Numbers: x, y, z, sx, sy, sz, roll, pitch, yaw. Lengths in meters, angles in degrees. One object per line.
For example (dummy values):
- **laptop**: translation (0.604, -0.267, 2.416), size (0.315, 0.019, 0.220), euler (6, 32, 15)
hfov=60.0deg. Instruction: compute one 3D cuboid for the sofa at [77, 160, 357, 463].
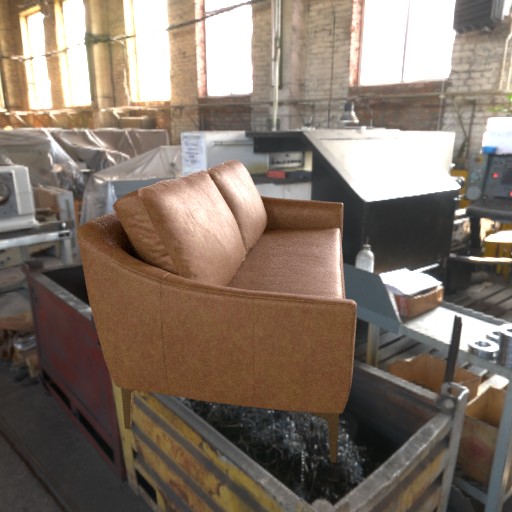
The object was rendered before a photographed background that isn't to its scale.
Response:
- **sofa**: translation (0.000, 0.000, 2.442), size (0.981, 0.945, 2.036), euler (3, 16, 9)
